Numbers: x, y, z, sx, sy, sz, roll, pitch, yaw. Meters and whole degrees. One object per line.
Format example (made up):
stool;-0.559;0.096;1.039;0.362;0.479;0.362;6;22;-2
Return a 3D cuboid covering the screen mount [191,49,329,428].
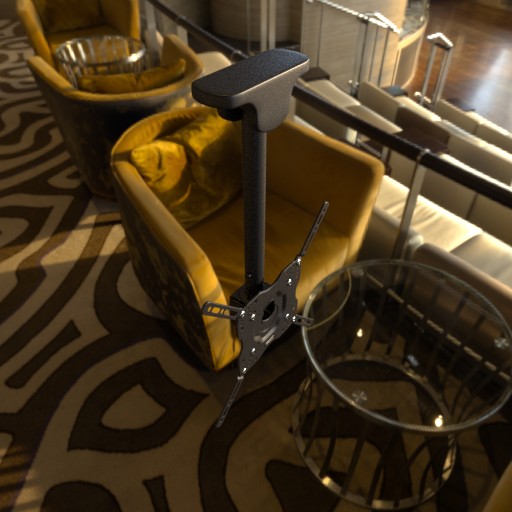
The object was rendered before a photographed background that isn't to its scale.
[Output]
screen mount;0.000;0.000;0.889;0.090;0.729;0.393;28;49;28
